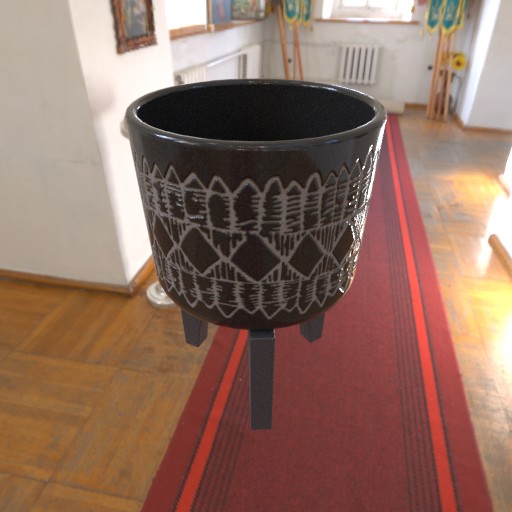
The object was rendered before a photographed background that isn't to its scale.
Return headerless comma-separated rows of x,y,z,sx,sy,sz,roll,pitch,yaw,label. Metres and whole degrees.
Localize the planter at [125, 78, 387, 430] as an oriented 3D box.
0.000,0.000,0.529,0.251,0.355,0.251,-19,37,-28,planter
